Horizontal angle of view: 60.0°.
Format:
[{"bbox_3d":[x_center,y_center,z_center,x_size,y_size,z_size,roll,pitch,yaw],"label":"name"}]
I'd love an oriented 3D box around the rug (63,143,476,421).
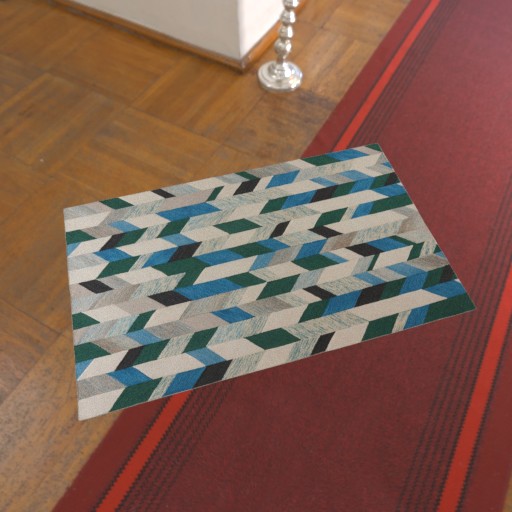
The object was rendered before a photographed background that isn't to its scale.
[{"bbox_3d":[0.000,0.000,2.959,2.433,0.007,1.507,-14,60,-8],"label":"rug"}]
